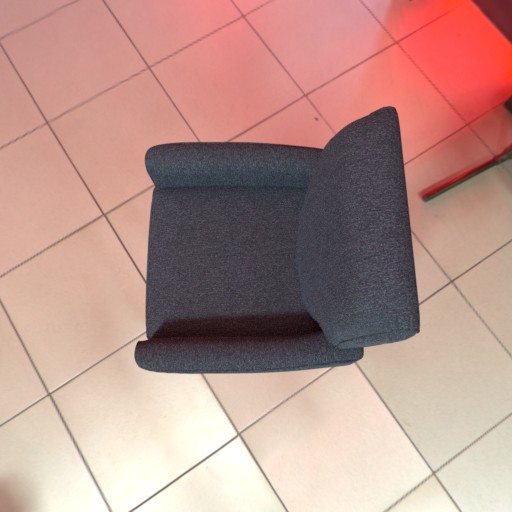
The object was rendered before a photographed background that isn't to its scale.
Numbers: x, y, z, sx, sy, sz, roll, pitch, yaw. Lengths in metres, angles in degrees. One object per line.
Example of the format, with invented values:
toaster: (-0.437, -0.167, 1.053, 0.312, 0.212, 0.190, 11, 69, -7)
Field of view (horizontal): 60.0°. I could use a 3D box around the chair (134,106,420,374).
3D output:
chair: (0.000, 0.000, 1.641, 0.850, 1.016, 0.839, -1, 76, 0)
